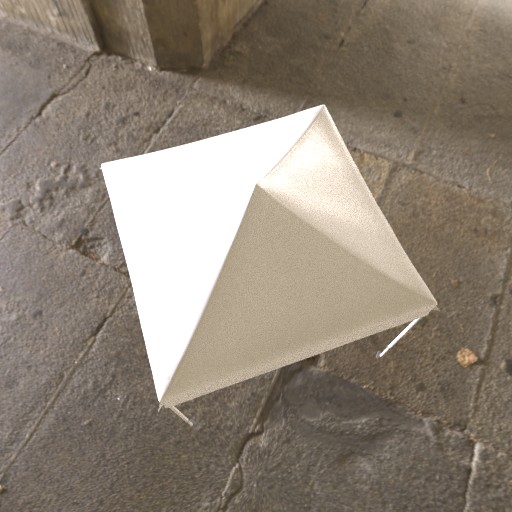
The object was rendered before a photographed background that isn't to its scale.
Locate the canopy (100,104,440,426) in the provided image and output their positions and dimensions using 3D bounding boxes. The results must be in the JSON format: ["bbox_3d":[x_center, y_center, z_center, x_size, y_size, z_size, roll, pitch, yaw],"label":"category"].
[{"bbox_3d":[0.000,0.000,5.496,2.996,2.998,2.994,-17,65,-9],"label":"canopy"}]
